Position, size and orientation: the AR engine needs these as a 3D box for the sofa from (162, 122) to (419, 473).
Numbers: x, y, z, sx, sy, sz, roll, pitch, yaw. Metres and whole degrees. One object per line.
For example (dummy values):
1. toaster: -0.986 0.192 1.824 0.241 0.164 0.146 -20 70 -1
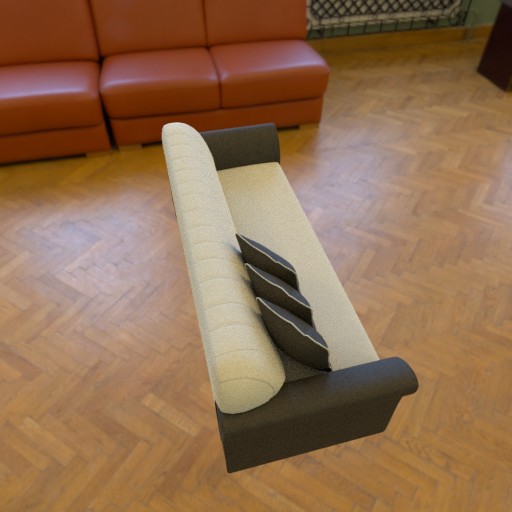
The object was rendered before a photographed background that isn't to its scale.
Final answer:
1. sofa: 0.000 0.000 2.411 0.755 0.787 2.001 -10 47 -10
